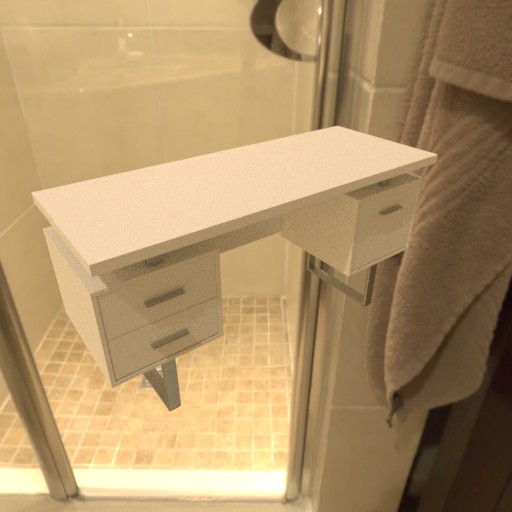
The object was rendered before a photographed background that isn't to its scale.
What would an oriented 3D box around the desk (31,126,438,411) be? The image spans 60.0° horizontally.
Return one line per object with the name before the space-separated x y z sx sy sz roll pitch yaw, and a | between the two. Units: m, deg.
desk | 0.000 0.000 1.942 1.530 0.773 0.603 -21 37 -31
